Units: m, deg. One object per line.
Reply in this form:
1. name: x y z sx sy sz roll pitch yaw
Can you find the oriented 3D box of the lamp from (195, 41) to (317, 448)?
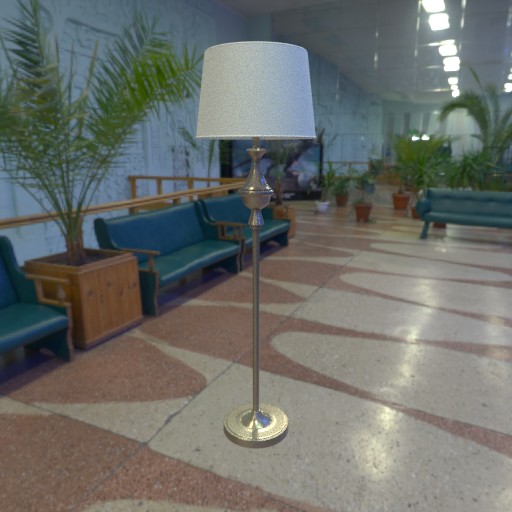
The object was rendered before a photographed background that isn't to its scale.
1. lamp: 0.000 0.000 1.695 0.431 1.488 0.431 0 14 0
